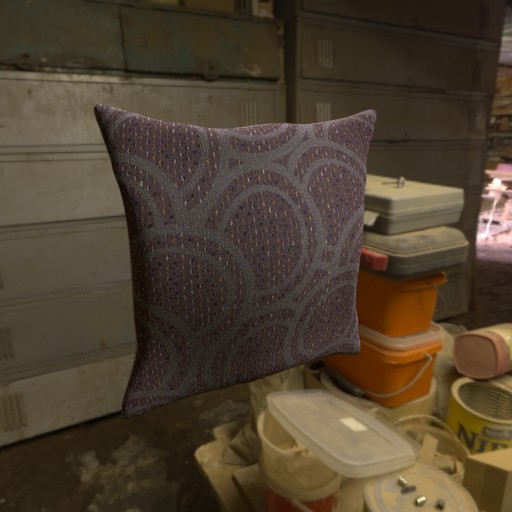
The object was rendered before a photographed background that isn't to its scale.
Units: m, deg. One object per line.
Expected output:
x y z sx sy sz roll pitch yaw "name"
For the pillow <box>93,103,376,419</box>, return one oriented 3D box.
0.000 0.000 0.800 0.514 0.513 0.163 -8 17 -27 "pillow"
